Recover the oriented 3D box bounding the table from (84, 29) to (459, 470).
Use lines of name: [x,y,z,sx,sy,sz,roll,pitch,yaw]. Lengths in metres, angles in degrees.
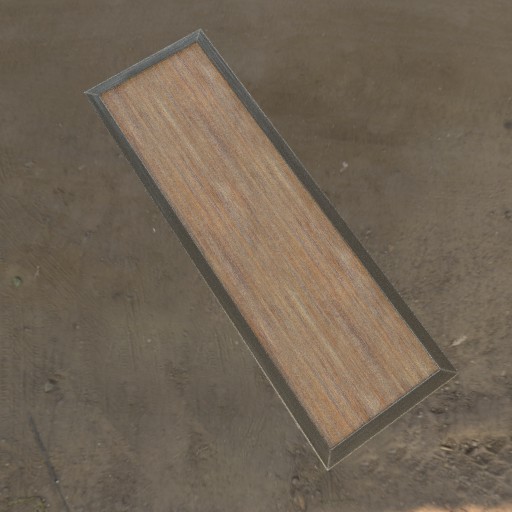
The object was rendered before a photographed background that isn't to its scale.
table: [0.000,0.000,1.559,0.402,0.753,1.216,-33,78,-8]
